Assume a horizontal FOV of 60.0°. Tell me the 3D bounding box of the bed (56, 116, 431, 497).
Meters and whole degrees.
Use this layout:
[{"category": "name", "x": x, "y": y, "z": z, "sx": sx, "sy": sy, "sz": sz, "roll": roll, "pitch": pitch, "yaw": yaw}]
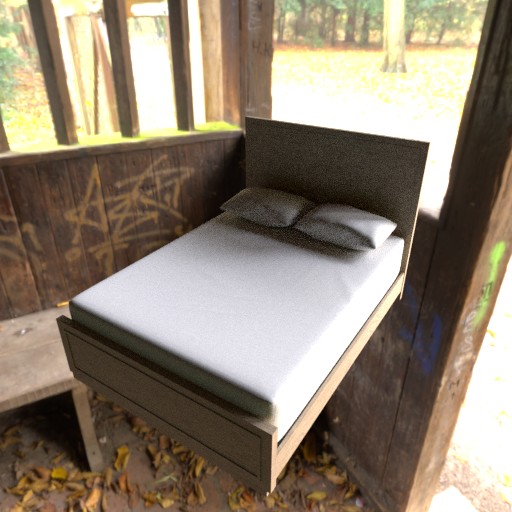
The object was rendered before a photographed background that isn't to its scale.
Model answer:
[{"category": "bed", "x": 0.000, "y": 0.000, "z": 3.129, "sx": 1.606, "sy": 1.369, "sz": 2.189, "roll": 18, "pitch": 34, "yaw": 29}]
